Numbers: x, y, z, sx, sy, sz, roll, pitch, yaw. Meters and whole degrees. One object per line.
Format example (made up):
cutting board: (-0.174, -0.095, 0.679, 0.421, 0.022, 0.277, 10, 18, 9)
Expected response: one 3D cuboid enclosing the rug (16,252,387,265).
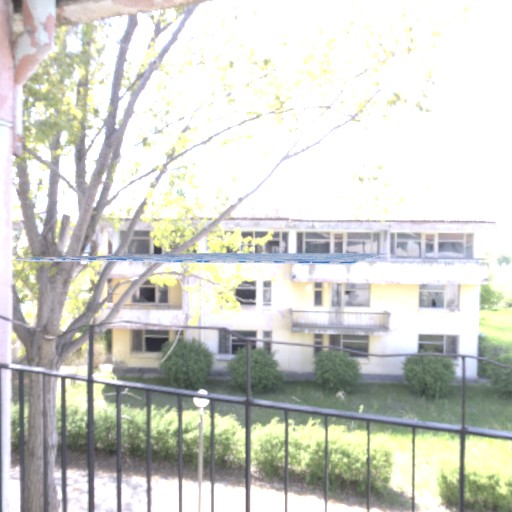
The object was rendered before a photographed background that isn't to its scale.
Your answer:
rug: (0.000, 0.000, 2.274, 1.209, 0.011, 1.830, 0, 1, 19)
